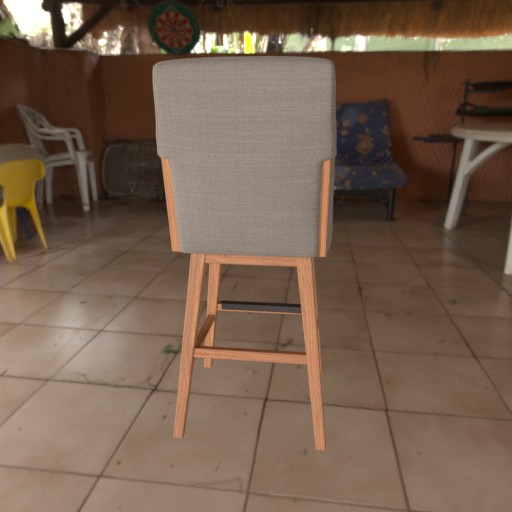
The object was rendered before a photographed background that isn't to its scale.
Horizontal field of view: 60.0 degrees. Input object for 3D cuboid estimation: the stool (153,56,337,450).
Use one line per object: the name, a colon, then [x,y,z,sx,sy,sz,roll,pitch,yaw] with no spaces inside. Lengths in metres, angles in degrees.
stool: [0.000,0.000,1.415,0.483,1.112,0.570,2,18,7]
